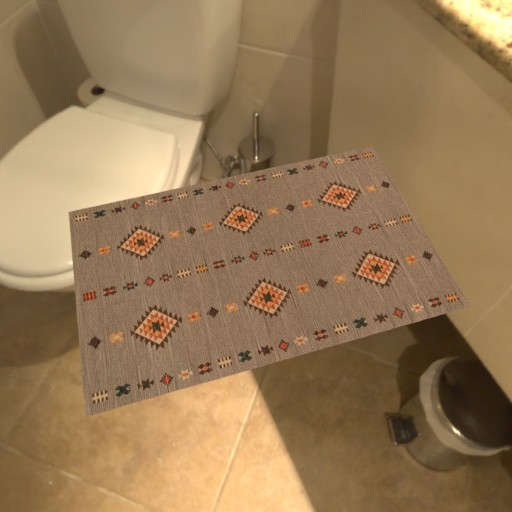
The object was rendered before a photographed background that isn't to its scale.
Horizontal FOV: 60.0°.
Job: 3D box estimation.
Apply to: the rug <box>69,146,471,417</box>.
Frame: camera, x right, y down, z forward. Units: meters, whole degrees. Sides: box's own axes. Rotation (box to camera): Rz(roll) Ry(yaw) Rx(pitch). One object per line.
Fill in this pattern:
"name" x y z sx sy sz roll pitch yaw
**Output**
"rug" 0.000 0.000 3.050 2.427 0.007 1.515 -14 58 -9
